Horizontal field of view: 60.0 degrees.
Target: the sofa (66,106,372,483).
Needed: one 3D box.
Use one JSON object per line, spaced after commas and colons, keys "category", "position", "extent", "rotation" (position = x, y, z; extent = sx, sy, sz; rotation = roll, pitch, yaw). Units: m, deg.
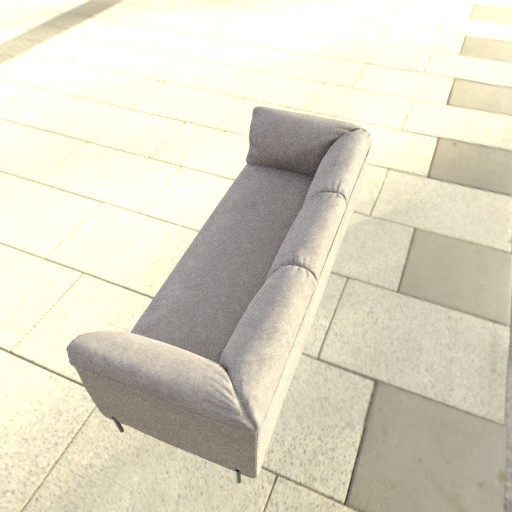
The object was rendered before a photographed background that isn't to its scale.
{"category": "sofa", "position": [0.000, 0.000, 2.665], "extent": [0.899, 0.758, 2.238], "rotation": [16, 49, 14]}
